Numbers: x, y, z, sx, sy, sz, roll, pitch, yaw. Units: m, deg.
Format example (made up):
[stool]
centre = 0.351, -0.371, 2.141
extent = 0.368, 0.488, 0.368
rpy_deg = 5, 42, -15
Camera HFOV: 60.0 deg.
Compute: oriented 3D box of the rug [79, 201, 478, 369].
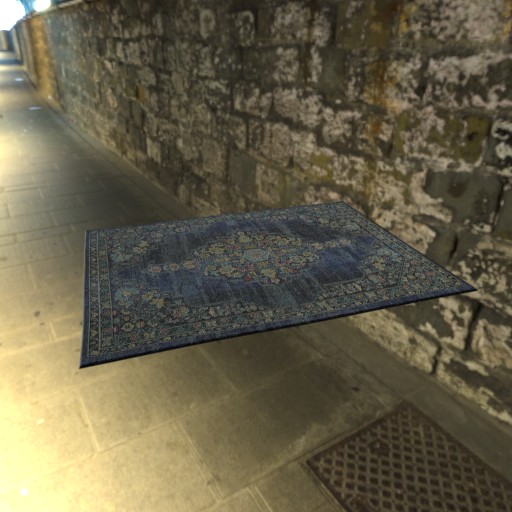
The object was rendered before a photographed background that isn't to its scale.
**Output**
[rug]
centre = 0.000, 0.000, 4.895
extent = 3.612, 0.035, 2.716
rpy_deg = -8, 27, -16
